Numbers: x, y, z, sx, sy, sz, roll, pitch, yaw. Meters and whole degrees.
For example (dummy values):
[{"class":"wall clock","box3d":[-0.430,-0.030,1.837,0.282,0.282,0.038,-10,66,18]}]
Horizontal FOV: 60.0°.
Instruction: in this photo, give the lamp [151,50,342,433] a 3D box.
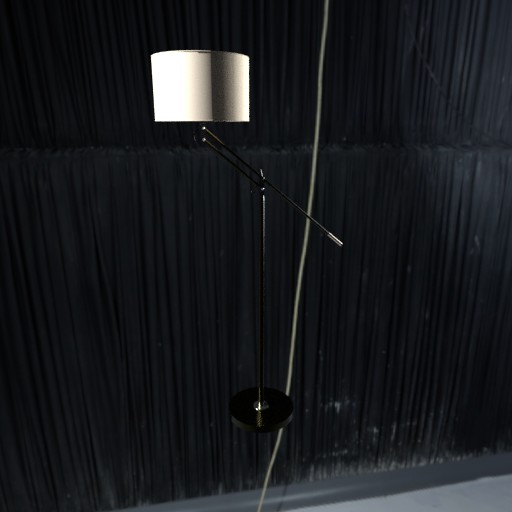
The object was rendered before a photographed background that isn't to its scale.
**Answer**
[{"class":"lamp","box3d":[0.000,0.000,1.985,0.809,1.635,0.373,-3,17,-10]}]
